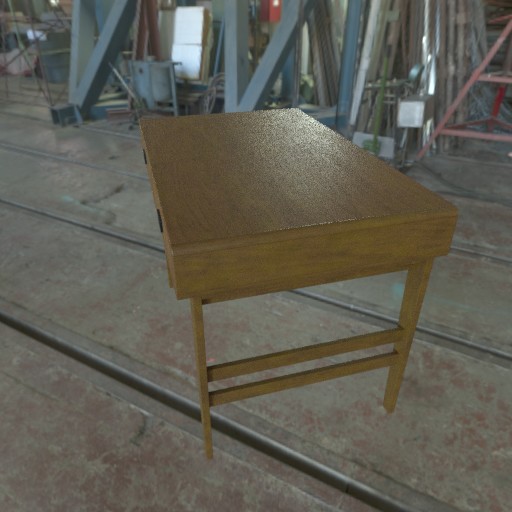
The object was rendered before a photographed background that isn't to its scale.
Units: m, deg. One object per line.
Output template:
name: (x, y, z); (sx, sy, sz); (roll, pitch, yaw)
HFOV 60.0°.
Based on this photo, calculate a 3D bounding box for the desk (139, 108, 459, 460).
desk: (0.000, 0.000, 1.566); (0.660, 0.754, 1.066); (-8, 32, -14)
